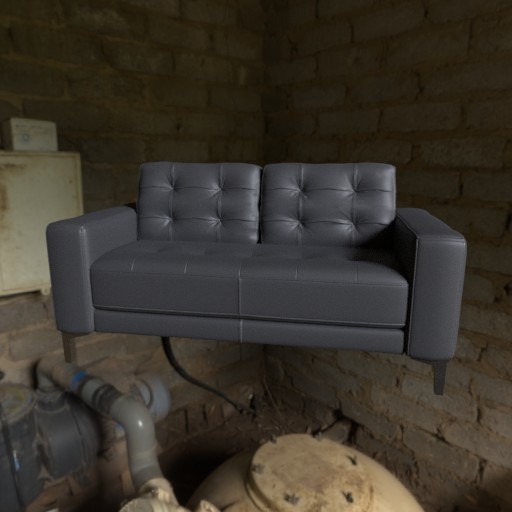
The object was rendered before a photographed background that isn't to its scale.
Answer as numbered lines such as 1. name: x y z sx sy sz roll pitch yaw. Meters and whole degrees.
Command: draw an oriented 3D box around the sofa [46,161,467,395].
1. sofa: 0.000 0.000 2.165 1.726 0.893 0.833 2 13 10
